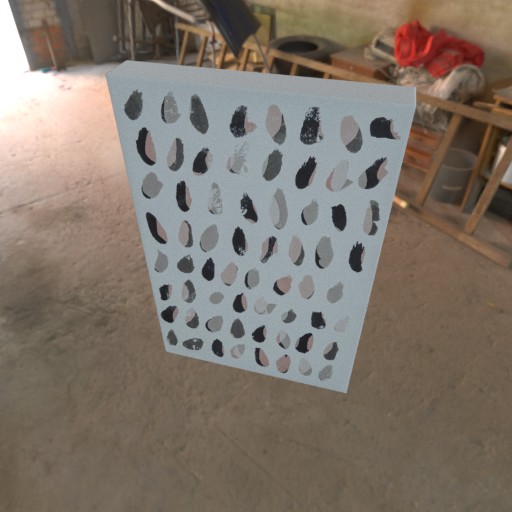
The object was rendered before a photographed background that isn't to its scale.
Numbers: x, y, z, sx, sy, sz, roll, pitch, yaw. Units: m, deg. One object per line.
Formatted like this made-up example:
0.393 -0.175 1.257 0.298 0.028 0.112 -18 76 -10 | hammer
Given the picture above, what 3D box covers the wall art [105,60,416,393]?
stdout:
0.000 0.000 0.487 0.252 0.381 0.039 10 42 11 | wall art
